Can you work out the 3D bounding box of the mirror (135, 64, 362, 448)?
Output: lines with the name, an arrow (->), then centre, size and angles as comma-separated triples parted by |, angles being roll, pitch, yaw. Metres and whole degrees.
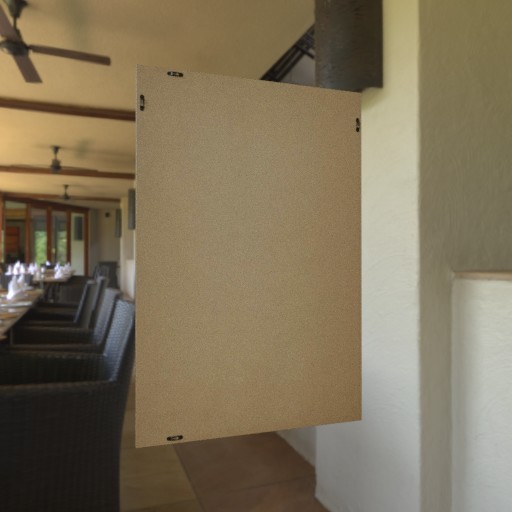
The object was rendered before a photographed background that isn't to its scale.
mirror -> 0.000, 0.000, 1.162 | 0.609, 0.915, 0.041 | 0, 0, -18
